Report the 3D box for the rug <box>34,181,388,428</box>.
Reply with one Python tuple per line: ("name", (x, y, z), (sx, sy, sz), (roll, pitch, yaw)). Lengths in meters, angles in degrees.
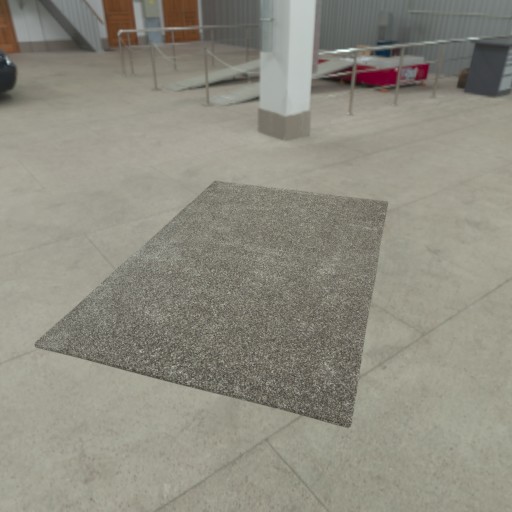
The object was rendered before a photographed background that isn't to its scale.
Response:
("rug", (0.000, 0.000, 3.399), (1.802, 0.026, 2.699), (9, 32, 15))
